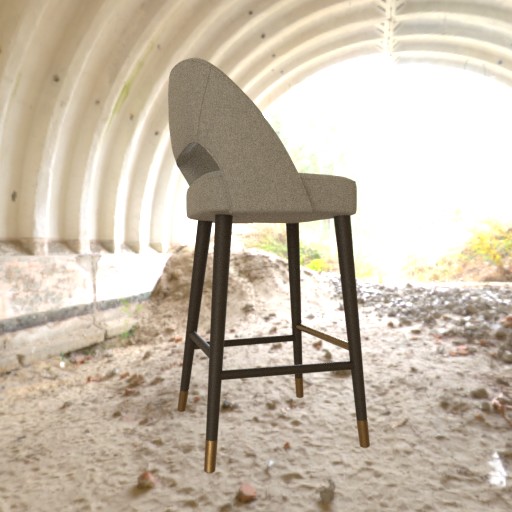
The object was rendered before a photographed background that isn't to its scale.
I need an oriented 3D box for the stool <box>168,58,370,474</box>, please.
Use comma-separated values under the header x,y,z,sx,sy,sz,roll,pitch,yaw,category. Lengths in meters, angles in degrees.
x,y,z,sx,sy,sz,roll,pitch,yaw,category
0.000,0.000,1.327,0.509,1.037,0.494,0,1,-19,stool
